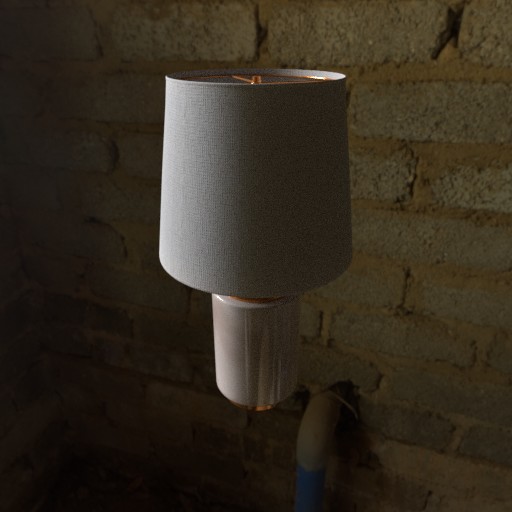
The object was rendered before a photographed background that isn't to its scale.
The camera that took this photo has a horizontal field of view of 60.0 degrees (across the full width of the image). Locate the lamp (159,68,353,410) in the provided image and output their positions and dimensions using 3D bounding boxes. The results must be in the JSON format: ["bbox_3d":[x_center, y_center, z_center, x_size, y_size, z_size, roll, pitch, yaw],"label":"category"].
[{"bbox_3d":[0.000,0.000,0.448,0.189,0.340,0.189,0,27,0],"label":"lamp"}]
